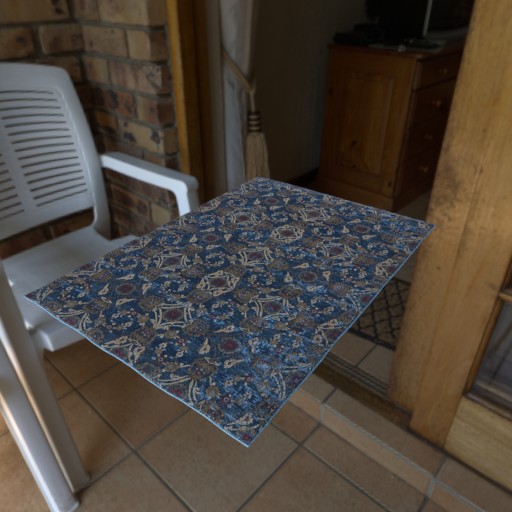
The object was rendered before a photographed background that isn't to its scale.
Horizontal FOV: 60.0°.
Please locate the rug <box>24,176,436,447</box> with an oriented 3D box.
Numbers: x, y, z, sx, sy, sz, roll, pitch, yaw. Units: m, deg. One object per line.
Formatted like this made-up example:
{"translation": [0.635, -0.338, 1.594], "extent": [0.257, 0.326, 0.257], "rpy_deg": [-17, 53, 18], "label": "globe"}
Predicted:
{"translation": [0.000, 0.000, 2.807], "extent": [1.567, 0.014, 2.207], "rpy_deg": [21, 38, 30], "label": "rug"}
